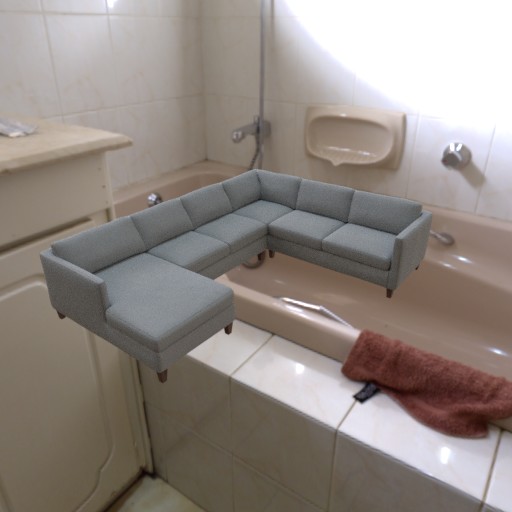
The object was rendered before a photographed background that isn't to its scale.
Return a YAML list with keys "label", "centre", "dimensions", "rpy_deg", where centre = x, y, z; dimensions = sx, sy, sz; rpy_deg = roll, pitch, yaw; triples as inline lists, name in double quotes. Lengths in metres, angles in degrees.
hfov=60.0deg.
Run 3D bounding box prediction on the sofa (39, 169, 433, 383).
- label: "sofa"
  centre: [0.000, 0.000, 4.573]
  dimensions: [2.551, 0.853, 3.238]
  rpy_deg: [19, 32, 33]
